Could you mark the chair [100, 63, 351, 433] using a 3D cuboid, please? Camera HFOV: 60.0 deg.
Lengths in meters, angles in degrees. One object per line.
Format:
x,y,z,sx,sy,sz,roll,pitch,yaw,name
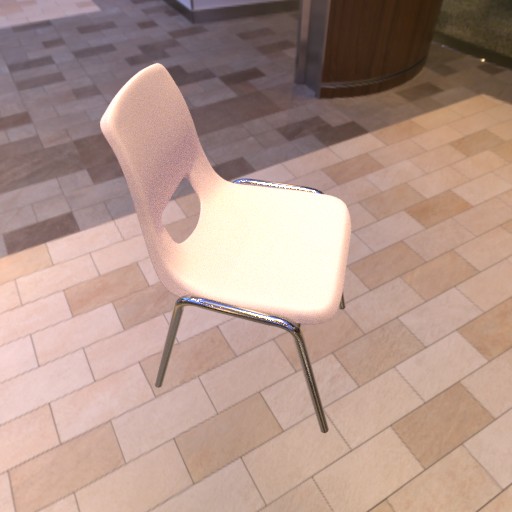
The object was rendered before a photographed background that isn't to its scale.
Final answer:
0.000,0.000,0.927,0.436,0.704,0.381,10,48,9,chair
